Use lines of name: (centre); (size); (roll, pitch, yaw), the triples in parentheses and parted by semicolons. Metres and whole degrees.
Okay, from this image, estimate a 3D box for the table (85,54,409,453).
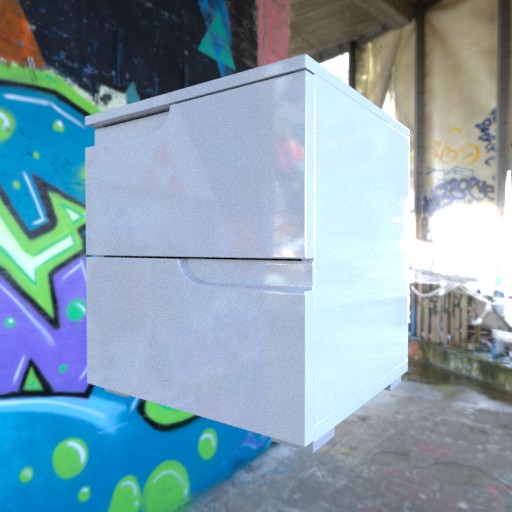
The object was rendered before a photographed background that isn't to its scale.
table: (0.000, 0.000, 0.790); (0.420, 0.470, 0.400); (1, 1, 35)
